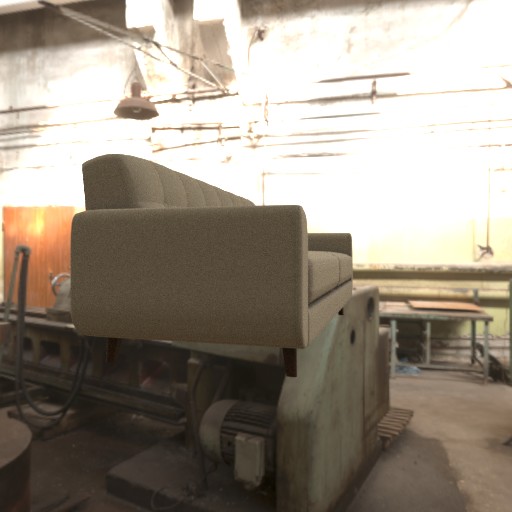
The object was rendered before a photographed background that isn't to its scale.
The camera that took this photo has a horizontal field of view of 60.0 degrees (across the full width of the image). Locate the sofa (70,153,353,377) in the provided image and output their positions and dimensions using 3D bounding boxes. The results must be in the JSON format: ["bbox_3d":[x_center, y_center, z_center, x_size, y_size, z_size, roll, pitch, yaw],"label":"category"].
[{"bbox_3d":[0.000,0.000,2.625,0.980,0.892,2.137,0,0,17],"label":"sofa"}]
